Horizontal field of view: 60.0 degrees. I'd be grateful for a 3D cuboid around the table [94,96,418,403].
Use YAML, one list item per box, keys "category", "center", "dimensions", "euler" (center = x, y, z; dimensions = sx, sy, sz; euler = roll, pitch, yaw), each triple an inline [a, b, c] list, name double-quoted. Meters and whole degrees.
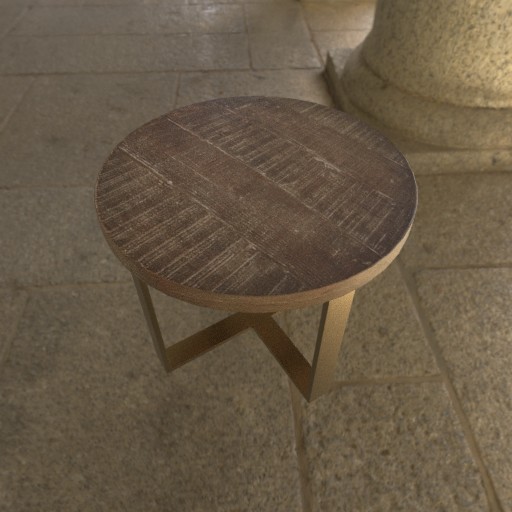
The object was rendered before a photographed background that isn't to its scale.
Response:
- category: "table"
  center: [0.000, 0.000, 0.946]
  dimensions: [0.557, 0.437, 0.557]
  euler: [0, 47, 0]
